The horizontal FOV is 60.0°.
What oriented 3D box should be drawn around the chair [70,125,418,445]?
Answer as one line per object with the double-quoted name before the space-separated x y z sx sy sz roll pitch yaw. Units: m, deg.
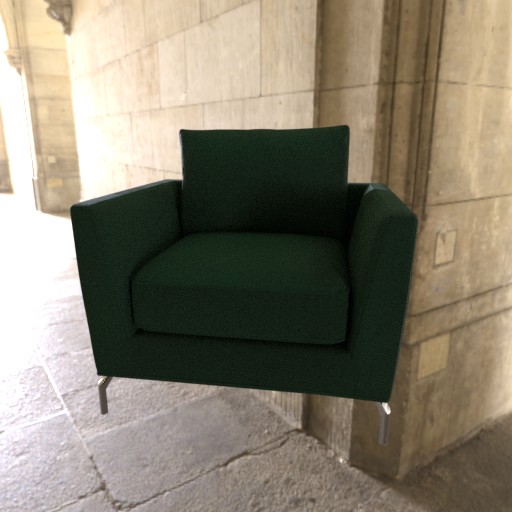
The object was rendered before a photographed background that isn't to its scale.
"chair" 0.000 0.000 1.745 1.047 0.997 0.852 3 16 9
